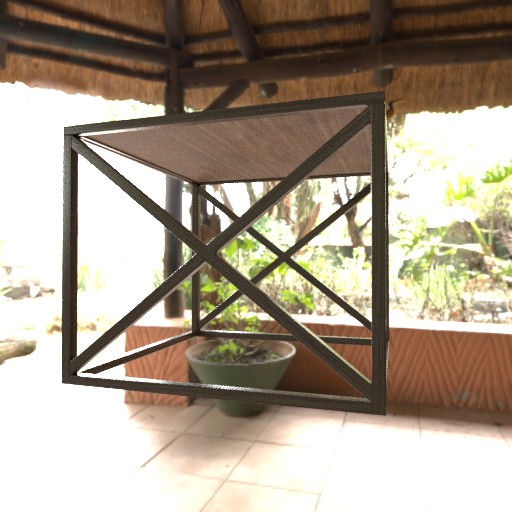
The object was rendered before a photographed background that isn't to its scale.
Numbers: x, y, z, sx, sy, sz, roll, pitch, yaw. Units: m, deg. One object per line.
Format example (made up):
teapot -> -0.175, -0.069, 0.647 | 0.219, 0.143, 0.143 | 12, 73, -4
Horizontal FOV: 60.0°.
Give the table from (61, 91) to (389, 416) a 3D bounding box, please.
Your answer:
table -> 0.000, 0.000, 1.071 | 0.611, 0.507, 0.609 | 0, -1, 17
